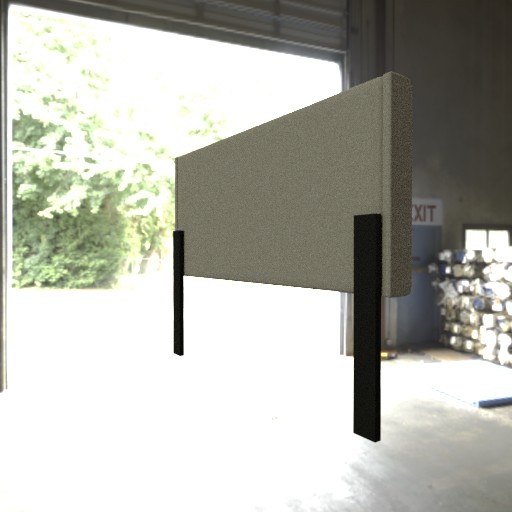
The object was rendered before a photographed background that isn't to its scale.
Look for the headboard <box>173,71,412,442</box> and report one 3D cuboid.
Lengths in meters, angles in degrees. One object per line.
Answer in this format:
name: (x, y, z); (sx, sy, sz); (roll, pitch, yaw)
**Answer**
headboard: (0.000, 0.000, 2.674); (0.184, 1.524, 2.051); (0, 1, -35)
